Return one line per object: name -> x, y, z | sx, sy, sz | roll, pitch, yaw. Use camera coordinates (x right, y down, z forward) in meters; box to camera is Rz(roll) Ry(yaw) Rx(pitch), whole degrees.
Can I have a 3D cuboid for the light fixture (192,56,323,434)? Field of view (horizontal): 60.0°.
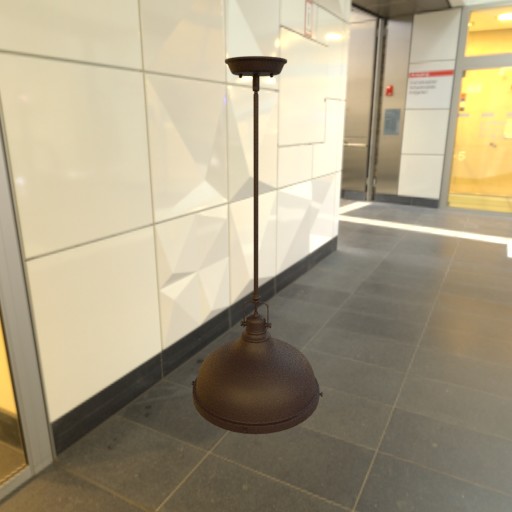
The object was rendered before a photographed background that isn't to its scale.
light fixture -> 0.000, 0.000, 1.044 | 0.341, 0.849, 0.341 | 3, 17, 8
